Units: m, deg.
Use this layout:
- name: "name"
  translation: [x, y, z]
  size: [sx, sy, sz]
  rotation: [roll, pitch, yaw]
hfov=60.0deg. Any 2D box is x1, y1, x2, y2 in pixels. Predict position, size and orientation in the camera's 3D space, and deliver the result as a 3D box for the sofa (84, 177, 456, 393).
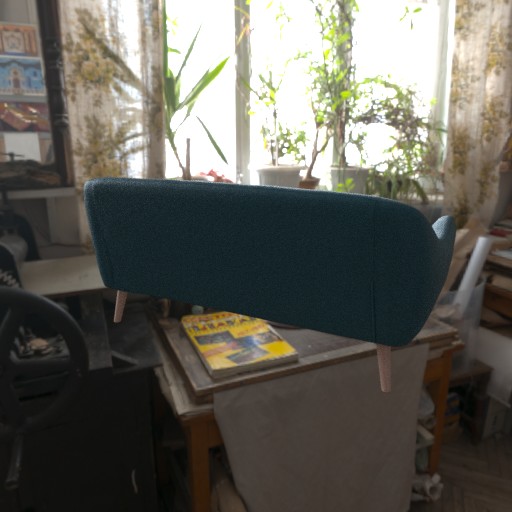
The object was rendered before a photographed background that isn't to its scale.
- name: "sofa"
  translation: [0.000, 0.000, 2.297]
  size: [1.840, 0.836, 0.820]
  rotation: [8, 18, 26]
